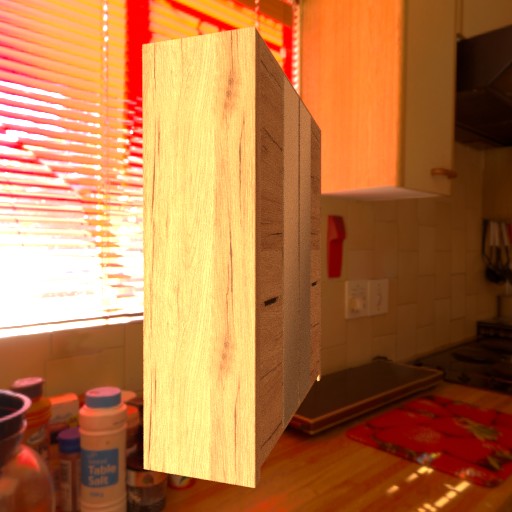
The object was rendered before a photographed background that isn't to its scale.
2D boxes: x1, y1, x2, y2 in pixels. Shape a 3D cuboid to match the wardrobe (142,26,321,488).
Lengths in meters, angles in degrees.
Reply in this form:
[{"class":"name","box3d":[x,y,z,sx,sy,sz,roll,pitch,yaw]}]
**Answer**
[{"class":"wardrobe","box3d":[0.000,0.000,2.934,0.580,2.070,1.810,0,1,18]}]
